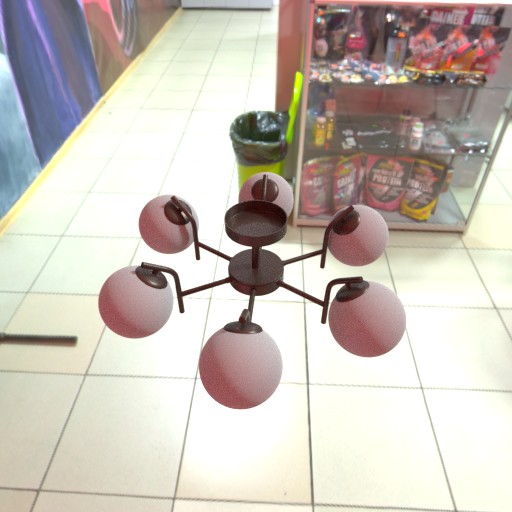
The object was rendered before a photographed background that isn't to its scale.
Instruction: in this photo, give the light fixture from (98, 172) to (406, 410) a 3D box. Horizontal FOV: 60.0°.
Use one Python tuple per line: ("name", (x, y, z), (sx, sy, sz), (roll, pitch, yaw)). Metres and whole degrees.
("light fixture", (0.000, 0.000, 0.941), (0.662, 0.201, 0.662), (0, 40, 0))
